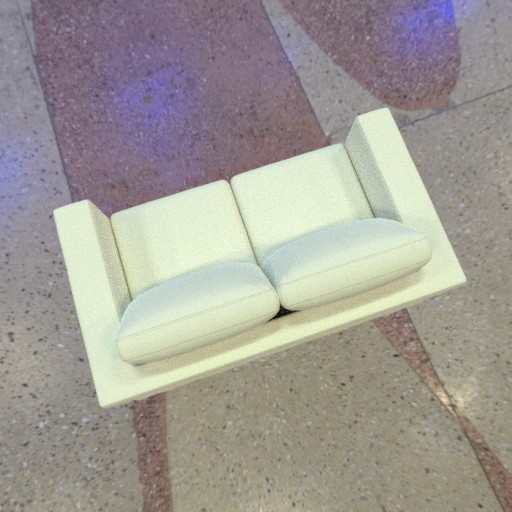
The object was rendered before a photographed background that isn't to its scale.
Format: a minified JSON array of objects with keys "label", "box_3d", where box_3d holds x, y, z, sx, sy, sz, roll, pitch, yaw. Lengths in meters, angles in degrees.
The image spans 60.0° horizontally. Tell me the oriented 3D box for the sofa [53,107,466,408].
[{"label":"sofa","box_3d":[0.000,0.000,2.342,1.813,0.932,1.009,-18,77,-4]}]
